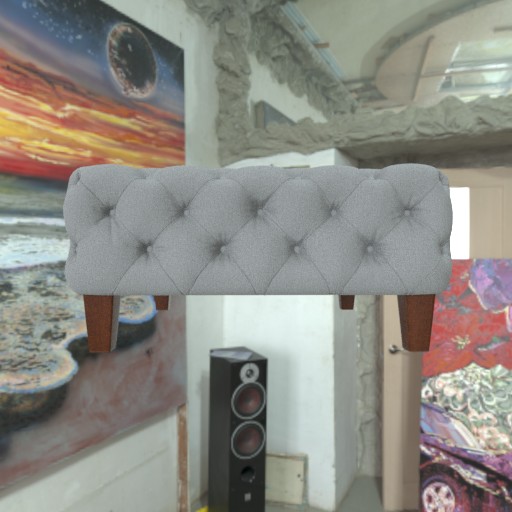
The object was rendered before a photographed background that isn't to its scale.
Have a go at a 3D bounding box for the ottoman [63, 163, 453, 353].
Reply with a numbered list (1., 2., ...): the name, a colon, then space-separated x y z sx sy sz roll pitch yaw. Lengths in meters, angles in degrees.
1. ottoman: 0.000 0.000 1.418 0.917 0.439 0.911 0 1 -1
